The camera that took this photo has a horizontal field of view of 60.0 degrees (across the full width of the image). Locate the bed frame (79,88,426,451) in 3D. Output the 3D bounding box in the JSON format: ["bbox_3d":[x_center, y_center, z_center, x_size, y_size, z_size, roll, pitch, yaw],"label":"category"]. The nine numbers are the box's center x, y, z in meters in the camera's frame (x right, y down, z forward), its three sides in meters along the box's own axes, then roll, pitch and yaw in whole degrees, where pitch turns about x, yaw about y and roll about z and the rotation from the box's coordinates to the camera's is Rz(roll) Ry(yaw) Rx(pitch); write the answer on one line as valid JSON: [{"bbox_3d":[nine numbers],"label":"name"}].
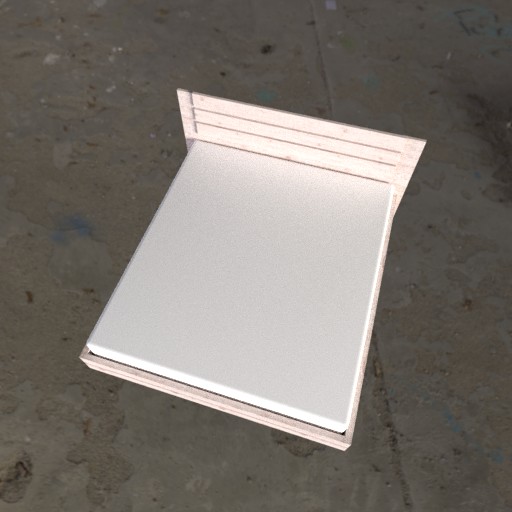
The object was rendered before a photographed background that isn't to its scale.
[{"bbox_3d":[0.000,0.000,3.254,1.950,0.970,2.080,15,59,9],"label":"bed frame"}]
